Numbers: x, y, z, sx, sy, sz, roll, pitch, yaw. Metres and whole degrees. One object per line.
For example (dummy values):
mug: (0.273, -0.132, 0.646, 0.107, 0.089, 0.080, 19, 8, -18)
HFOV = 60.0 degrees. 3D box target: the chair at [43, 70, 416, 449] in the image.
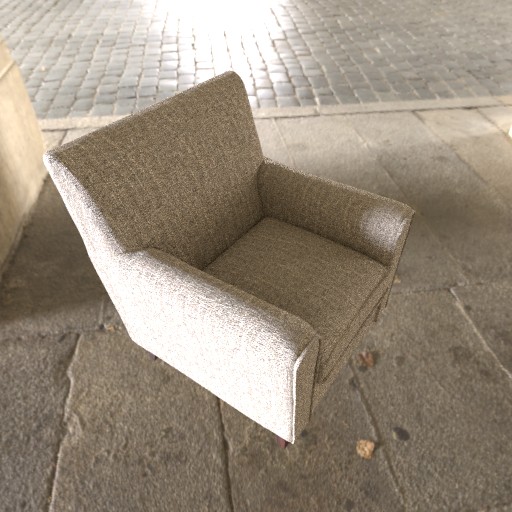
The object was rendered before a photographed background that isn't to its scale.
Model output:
chair: (0.000, 0.000, 1.607, 0.873, 0.928, 0.864, 25, 47, 26)
